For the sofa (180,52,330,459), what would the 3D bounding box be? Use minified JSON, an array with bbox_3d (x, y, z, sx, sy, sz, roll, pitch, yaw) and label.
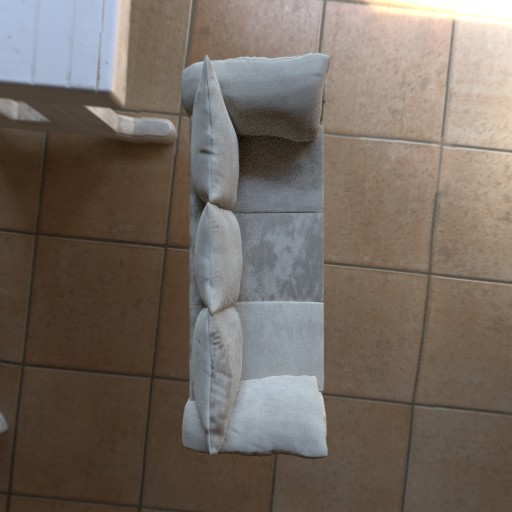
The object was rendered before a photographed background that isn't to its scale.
[{"bbox_3d":[0.000,0.000,2.860,0.893,0.981,2.377,0,90,0],"label":"sofa"}]
